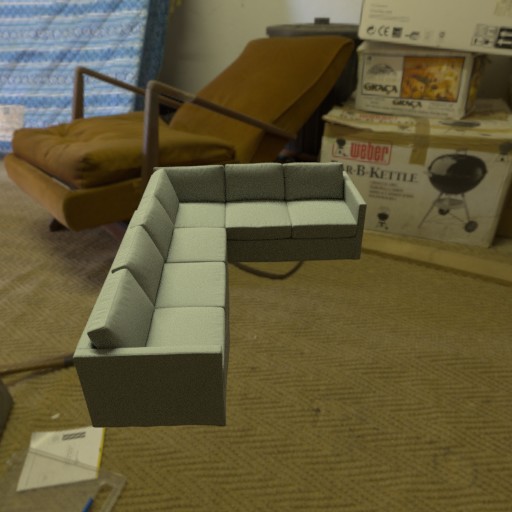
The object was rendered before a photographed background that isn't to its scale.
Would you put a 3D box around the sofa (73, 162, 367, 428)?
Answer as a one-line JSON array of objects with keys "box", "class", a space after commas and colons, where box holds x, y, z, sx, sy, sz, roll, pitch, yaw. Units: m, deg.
[{"box": [0.000, 0.000, 4.255, 2.432, 0.871, 3.182, -1, 31, -2], "class": "sofa"}]
